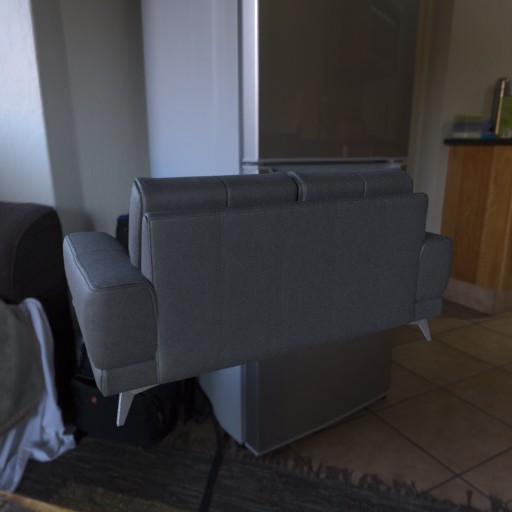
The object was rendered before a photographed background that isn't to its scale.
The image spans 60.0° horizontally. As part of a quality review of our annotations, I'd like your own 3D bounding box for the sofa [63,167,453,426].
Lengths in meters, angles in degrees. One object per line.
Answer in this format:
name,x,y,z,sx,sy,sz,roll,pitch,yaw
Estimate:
sofa,0.000,0.000,2.309,1.806,0.907,1.018,-7,17,-26
